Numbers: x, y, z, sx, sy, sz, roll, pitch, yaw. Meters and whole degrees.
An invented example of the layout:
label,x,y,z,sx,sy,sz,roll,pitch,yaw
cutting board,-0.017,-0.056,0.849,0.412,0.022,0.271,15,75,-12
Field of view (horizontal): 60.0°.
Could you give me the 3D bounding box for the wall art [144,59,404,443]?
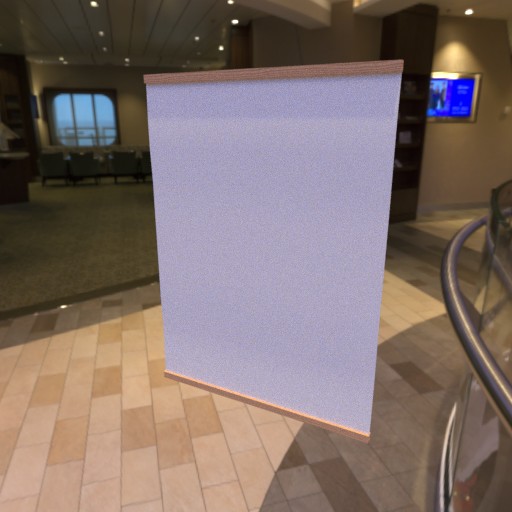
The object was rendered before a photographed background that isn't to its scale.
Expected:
label,x,y,z,sx,sy,sz,roll,pitch,yaw
wall art,0.000,0.000,1.299,0.739,1.016,0.020,9,19,26
